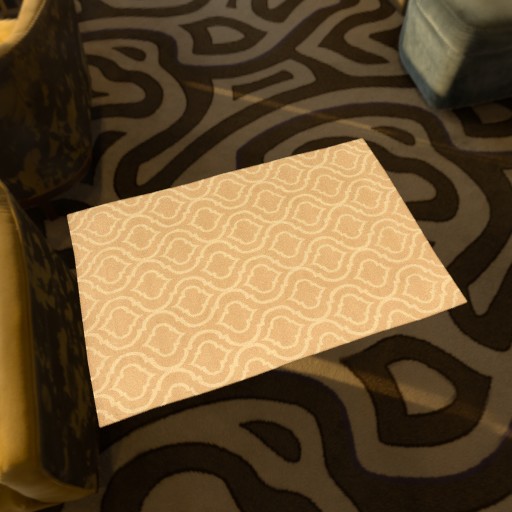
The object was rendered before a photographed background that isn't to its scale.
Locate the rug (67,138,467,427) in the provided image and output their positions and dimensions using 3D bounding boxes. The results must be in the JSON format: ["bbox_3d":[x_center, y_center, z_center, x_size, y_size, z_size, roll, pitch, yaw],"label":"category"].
[{"bbox_3d":[0.000,0.000,2.242,1.761,0.013,1.152,-16,61,-9],"label":"rug"}]
